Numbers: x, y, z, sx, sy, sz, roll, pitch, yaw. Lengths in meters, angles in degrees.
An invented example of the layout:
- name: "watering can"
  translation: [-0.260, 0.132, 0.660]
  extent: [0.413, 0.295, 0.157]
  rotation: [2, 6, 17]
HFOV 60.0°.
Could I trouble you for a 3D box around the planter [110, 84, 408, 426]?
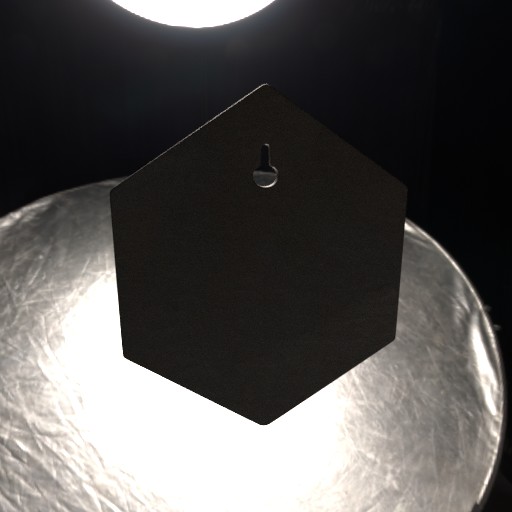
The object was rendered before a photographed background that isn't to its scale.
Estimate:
- name: "planter"
  translation: [0.000, 0.000, 0.296]
  extent: [0.169, 0.206, 0.077]
  rotation: [-2, 14, -8]
